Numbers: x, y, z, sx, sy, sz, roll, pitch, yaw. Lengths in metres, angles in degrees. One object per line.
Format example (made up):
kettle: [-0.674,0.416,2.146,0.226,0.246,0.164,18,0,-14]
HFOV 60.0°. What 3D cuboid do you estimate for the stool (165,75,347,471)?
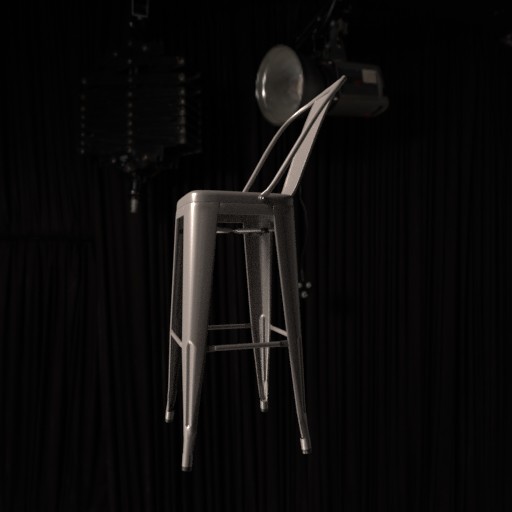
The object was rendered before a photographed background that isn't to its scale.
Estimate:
stool: [0.000,0.000,1.373,0.513,1.096,0.399,0,0,-18]
